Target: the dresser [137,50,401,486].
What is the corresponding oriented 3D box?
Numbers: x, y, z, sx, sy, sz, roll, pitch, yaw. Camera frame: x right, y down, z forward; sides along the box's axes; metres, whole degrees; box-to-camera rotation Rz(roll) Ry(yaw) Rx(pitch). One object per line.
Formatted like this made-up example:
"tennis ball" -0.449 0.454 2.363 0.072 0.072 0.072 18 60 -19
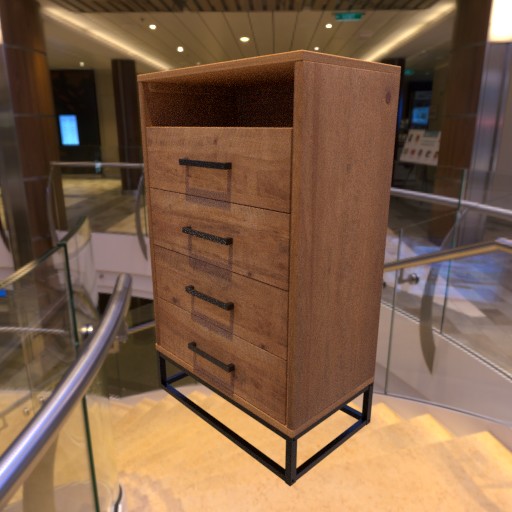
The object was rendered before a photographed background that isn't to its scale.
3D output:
"dresser" 0.000 0.000 1.600 0.479 1.240 0.761 -15 22 -41
